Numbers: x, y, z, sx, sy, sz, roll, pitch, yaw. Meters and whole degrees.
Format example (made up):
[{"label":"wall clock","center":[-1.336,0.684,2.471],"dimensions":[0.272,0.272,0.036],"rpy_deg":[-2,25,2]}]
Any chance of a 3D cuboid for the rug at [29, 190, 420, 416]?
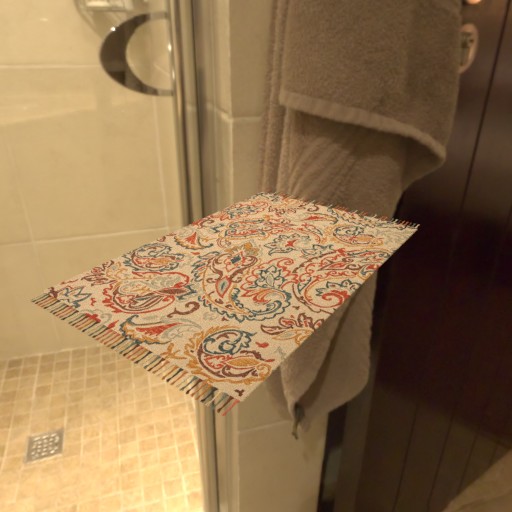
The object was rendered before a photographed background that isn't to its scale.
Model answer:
[{"label":"rug","center":[0.000,0.000,2.485],"dimensions":[1.218,0.010,1.997],"rpy_deg":[18,32,32]}]
